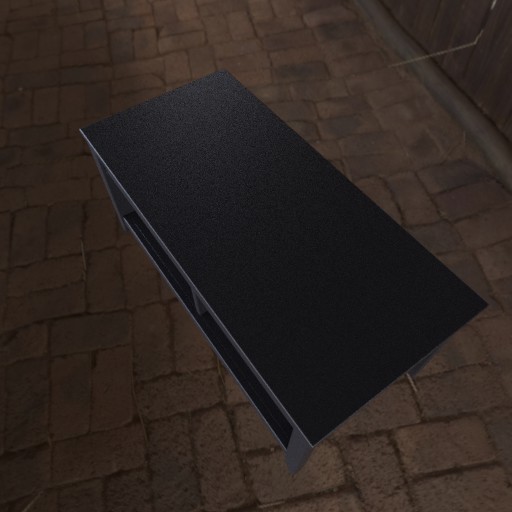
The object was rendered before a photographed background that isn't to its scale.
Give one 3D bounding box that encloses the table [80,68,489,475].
[{"bbox_3d":[0.000,0.000,1.273,0.483,0.457,1.016,-31,62,-19],"label":"table"}]
